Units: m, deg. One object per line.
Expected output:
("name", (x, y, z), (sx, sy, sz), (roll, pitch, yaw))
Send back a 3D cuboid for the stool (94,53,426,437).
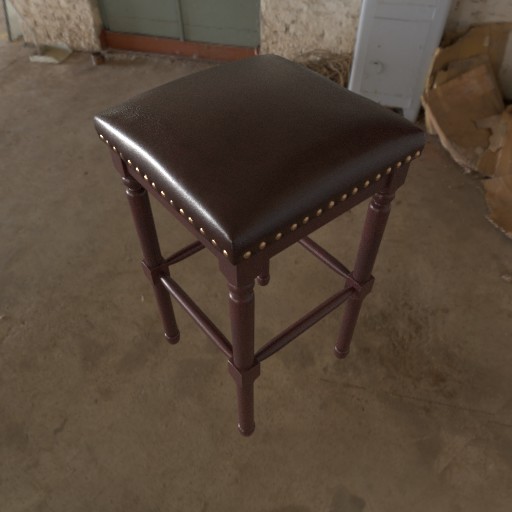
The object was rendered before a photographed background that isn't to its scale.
("stool", (0.000, 0.000, 0.918), (0.383, 0.702, 0.382), (-31, 54, -26))
